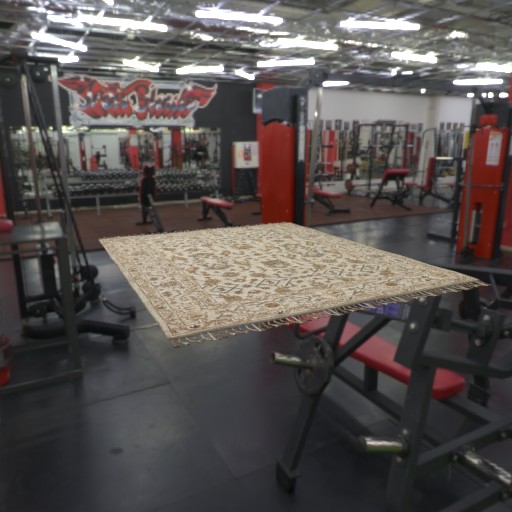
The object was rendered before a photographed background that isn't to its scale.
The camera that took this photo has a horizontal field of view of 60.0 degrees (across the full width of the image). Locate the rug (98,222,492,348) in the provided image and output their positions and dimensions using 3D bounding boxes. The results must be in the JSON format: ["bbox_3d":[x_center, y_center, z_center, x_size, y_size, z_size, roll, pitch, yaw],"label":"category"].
[{"bbox_3d":[0.000,0.000,4.096,2.426,0.034,3.061,-7,16,-25],"label":"rug"}]
